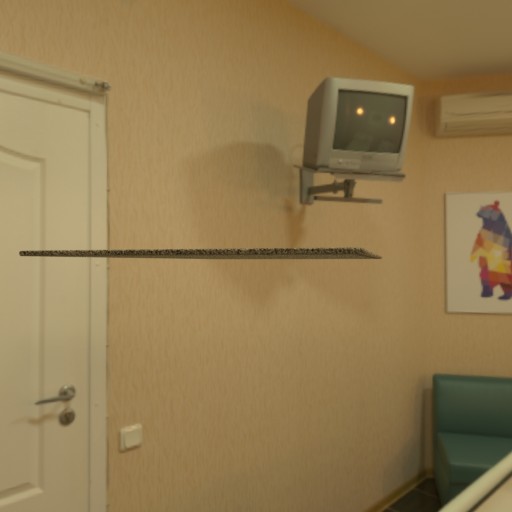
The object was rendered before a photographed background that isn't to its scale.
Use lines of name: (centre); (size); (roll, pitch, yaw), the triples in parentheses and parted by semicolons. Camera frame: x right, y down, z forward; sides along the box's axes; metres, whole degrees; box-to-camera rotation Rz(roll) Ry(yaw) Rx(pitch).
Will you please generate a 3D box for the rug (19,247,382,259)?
rug: (0.000, 0.000, 3.375); (1.778, 0.030, 2.743); (0, -1, 17)
